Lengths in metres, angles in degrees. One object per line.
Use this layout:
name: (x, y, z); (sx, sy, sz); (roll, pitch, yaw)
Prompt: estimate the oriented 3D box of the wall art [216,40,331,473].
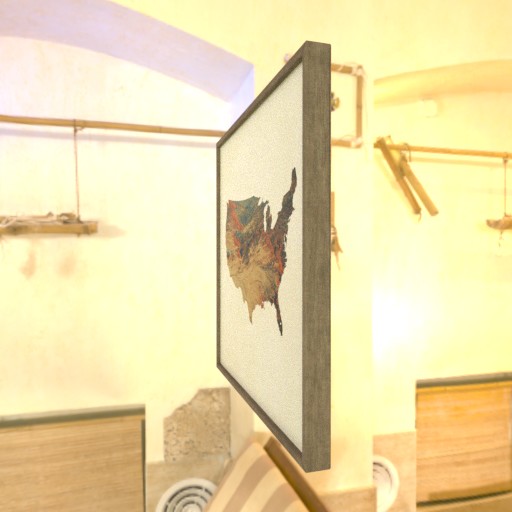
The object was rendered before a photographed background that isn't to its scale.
wall art: (0.000, 0.000, 1.133); (0.050, 0.751, 0.749); (0, 0, -17)
